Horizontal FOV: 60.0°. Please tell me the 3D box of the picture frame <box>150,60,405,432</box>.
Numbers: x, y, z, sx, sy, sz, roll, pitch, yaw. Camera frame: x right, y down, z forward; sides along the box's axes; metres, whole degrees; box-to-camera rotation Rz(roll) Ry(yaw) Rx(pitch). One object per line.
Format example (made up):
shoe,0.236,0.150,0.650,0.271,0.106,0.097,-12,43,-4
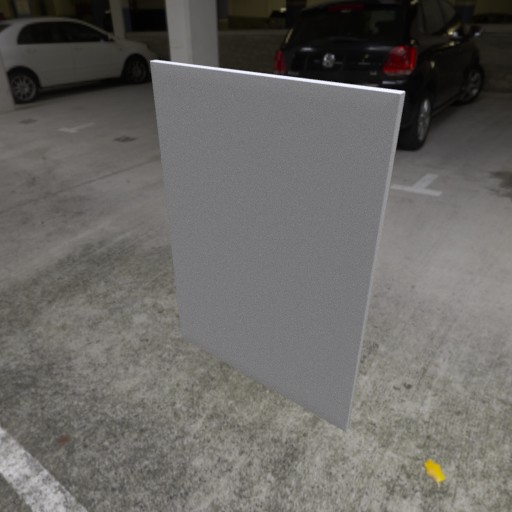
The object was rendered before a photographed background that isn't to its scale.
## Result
picture frame,0.000,0.000,0.692,0.381,0.534,0.012,21,37,31
